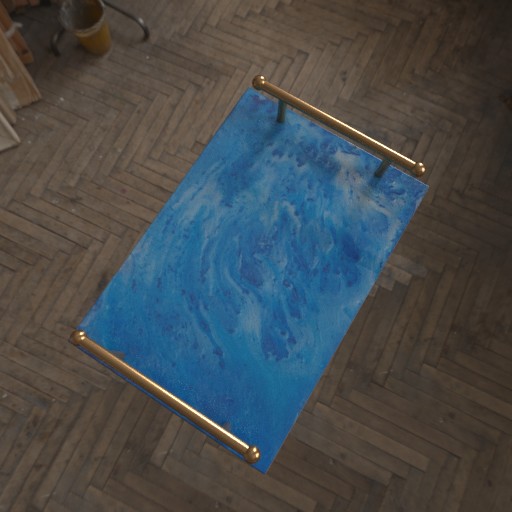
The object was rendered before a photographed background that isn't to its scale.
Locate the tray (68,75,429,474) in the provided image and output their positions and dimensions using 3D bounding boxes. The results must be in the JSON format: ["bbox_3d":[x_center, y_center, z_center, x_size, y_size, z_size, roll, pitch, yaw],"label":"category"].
[{"bbox_3d":[0.000,0.000,0.577,0.304,0.084,0.444,31,78,7],"label":"tray"}]
